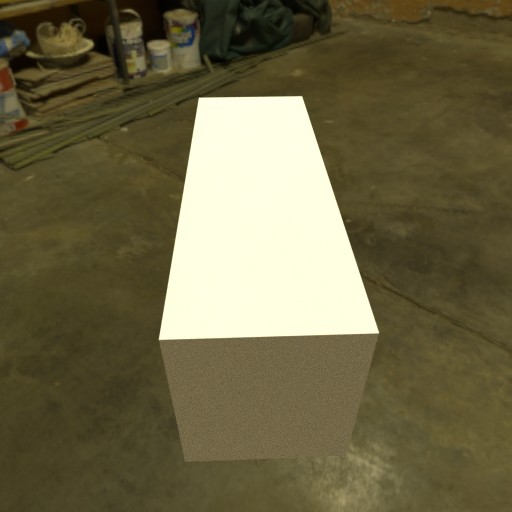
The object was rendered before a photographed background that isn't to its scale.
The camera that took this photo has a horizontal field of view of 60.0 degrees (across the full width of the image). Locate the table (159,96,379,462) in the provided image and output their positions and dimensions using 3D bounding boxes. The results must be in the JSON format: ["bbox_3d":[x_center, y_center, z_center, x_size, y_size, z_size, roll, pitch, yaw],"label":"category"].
[{"bbox_3d":[0.000,0.000,1.832,0.508,0.769,1.500,-1,40,-2],"label":"table"}]
